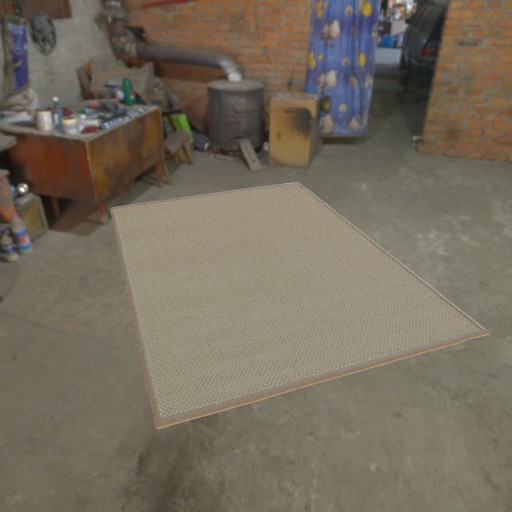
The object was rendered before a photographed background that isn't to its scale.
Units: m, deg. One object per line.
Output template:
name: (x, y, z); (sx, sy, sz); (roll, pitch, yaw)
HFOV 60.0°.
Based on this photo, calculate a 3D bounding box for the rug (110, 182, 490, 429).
rug: (0.000, 0.000, 2.640); (1.525, 0.020, 2.081); (-11, 32, -18)
